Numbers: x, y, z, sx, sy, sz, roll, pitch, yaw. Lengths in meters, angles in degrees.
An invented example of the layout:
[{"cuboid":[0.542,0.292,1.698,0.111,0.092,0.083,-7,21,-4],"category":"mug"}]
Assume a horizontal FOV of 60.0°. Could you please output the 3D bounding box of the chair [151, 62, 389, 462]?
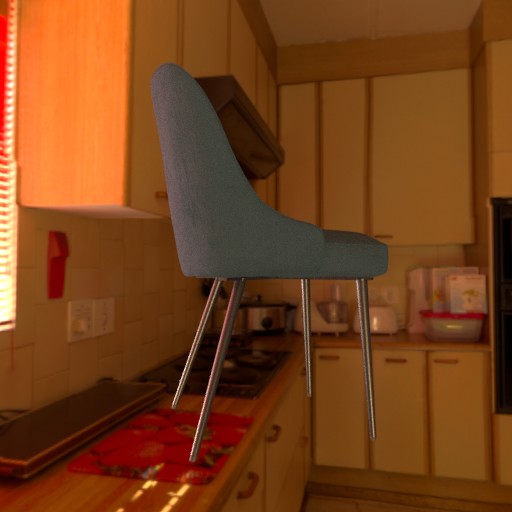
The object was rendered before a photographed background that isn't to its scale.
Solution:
[{"cuboid":[0.000,0.000,1.196,0.559,0.896,0.478,0,-2,-17],"category":"chair"}]
